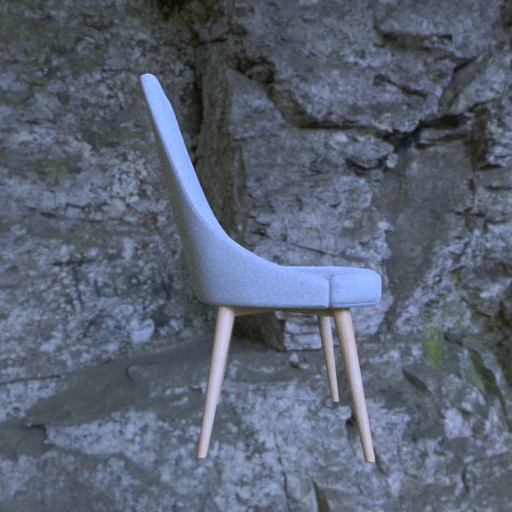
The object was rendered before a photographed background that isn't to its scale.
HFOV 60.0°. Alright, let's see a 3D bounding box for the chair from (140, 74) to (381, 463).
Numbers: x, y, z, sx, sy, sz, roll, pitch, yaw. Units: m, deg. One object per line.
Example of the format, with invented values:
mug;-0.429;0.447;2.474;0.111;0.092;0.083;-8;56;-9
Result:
chair;0.000;0.000;1.347;0.660;1.040;0.510;0;0;0
